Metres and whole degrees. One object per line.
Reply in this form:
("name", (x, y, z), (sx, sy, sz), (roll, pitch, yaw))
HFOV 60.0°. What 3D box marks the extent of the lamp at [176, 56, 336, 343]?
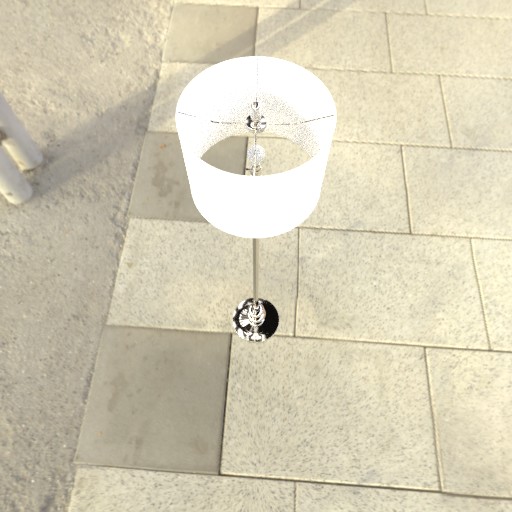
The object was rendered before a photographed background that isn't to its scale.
("lamp", (0.000, 0.000, 1.628), (0.356, 1.487, 0.356), (1, 63, 1))
